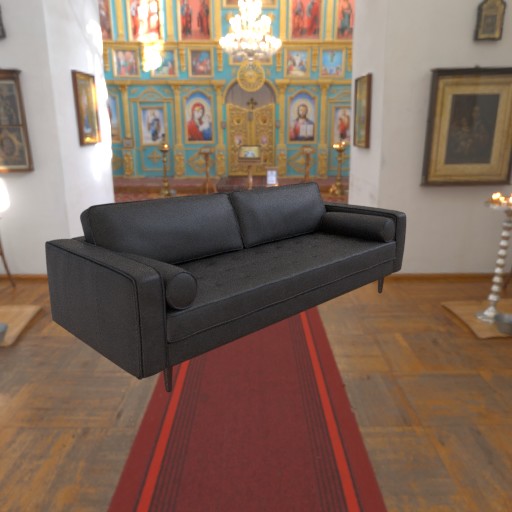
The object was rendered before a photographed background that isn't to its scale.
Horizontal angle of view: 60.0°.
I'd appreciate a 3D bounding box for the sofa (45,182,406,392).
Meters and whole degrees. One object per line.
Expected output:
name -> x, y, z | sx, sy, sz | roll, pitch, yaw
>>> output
sofa -> 0.000, 0.000, 2.731 | 0.914, 0.762, 2.210 | 14, 20, 43
